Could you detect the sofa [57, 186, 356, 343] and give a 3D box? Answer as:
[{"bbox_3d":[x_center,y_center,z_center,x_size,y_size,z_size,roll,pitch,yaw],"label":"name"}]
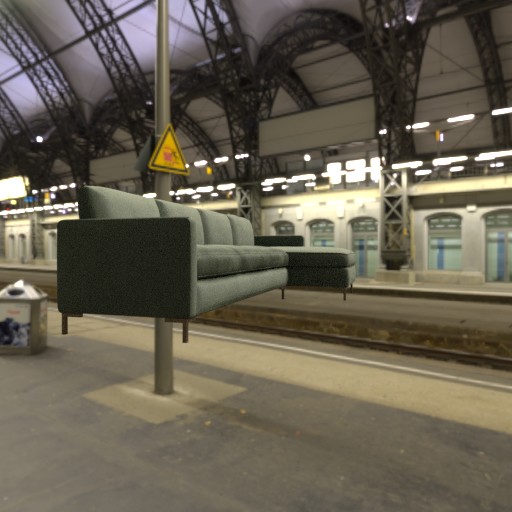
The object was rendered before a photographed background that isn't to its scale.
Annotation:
[{"bbox_3d":[0.000,0.000,3.289,1.255,0.756,2.725,0,1,17],"label":"sofa"}]
